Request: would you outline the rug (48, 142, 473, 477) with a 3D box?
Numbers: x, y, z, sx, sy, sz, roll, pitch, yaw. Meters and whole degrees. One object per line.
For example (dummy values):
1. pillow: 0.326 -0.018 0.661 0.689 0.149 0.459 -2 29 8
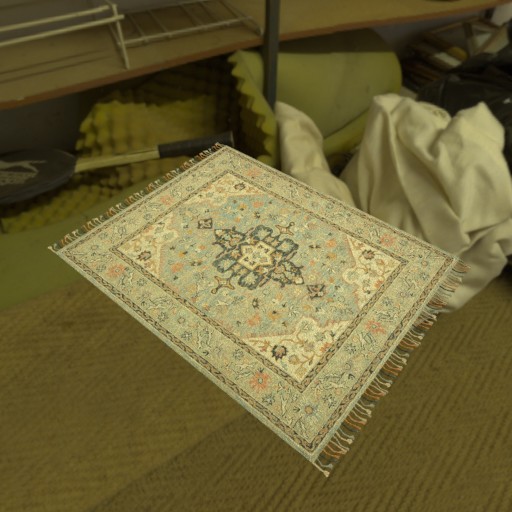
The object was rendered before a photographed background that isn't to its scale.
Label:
1. rug: 0.000 0.000 3.418 2.651 0.010 1.971 31 54 26
